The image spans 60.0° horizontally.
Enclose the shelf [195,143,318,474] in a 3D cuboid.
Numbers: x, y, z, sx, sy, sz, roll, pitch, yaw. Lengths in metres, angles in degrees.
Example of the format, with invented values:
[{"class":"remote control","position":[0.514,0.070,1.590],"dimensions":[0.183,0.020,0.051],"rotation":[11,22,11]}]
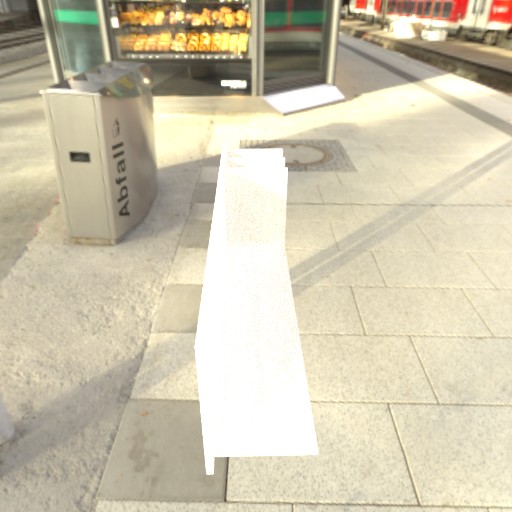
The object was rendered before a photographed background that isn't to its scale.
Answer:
[{"class":"shelf","position":[0.000,0.000,1.154],"dimensions":[0.200,0.300,1.020],"rotation":[-1,30,-1]}]
